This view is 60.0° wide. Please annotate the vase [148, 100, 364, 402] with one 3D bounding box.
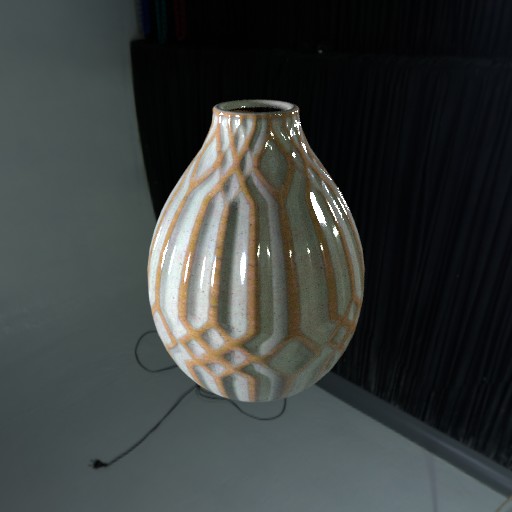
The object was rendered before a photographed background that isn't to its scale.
[{"bbox_3d":[0.000,0.000,0.269,0.131,0.175,0.131,0,28,0],"label":"vase"}]
